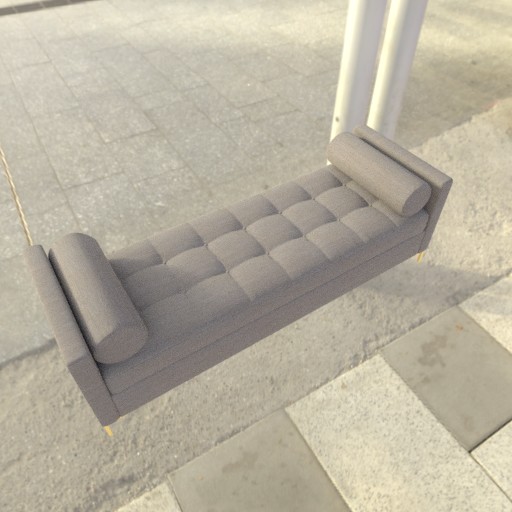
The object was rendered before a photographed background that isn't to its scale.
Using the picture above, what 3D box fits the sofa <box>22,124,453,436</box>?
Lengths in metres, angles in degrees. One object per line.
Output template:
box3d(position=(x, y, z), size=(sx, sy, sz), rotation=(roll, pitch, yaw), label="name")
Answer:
box3d(position=(0.000, 0.000, 2.298), size=(1.981, 0.635, 0.686), rotation=(-25, 51, -22), label="sofa")
